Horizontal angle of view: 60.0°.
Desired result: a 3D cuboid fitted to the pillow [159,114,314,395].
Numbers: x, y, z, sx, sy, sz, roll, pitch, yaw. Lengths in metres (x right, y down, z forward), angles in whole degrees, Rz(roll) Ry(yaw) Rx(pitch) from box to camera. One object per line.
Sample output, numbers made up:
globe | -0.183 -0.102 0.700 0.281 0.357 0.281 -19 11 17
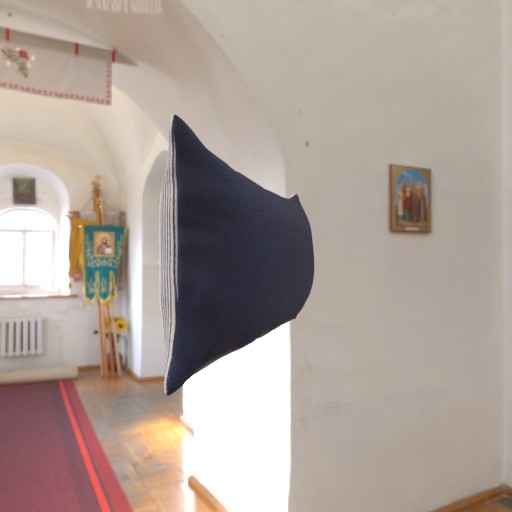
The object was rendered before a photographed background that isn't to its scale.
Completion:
pillow | 0.000 0.000 0.727 0.151 0.287 0.610 0 0 17
